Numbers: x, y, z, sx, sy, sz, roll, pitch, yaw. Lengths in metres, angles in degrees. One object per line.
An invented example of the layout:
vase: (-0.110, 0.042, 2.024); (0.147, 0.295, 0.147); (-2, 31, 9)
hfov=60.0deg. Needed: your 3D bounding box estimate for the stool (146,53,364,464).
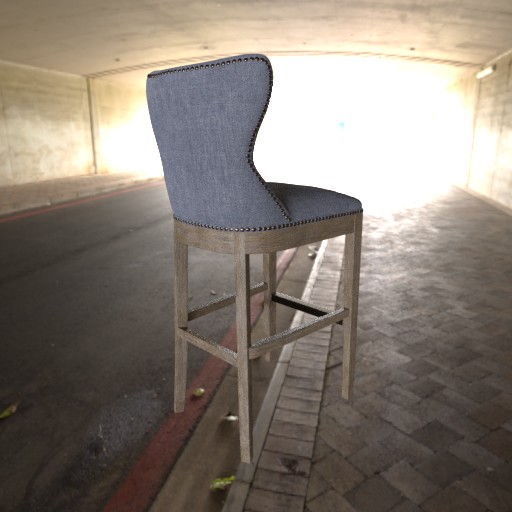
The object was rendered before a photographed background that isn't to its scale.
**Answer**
stool: (0.000, 0.000, 1.448); (0.606, 1.123, 0.494); (-14, 21, -43)
